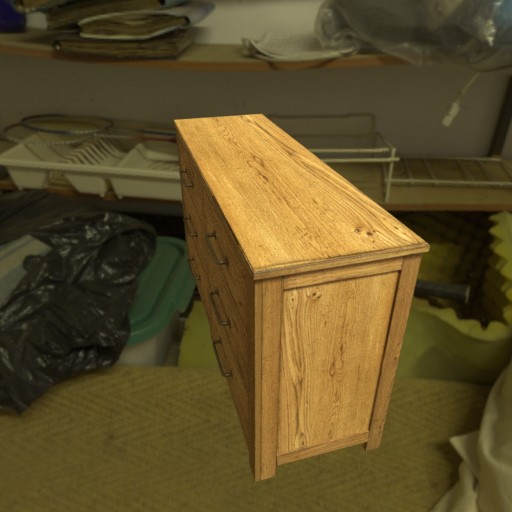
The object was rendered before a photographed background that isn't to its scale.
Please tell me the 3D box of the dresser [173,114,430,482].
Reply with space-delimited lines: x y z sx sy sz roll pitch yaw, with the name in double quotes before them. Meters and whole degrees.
"dresser" 0.000 0.000 2.126 0.563 0.932 1.657 -8 32 -14
